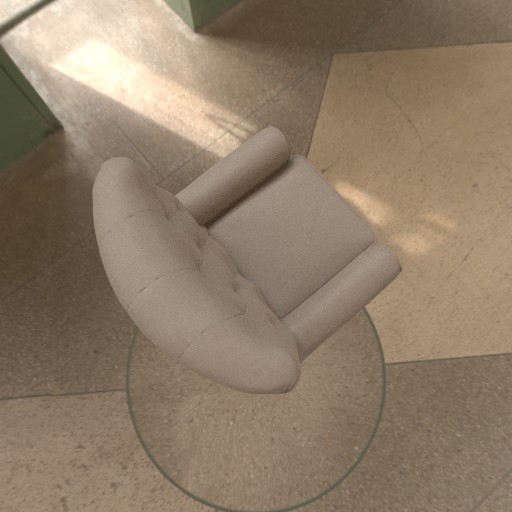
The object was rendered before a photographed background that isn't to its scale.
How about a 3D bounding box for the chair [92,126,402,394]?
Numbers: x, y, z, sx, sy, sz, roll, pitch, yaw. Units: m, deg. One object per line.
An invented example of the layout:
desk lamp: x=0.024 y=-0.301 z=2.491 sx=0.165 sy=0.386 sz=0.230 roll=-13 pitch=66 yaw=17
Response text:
chair: x=0.000 y=0.000 z=1.974 sx=1.041 sy=1.138 sz=0.999 roll=-38 pitch=79 yaw=-9
